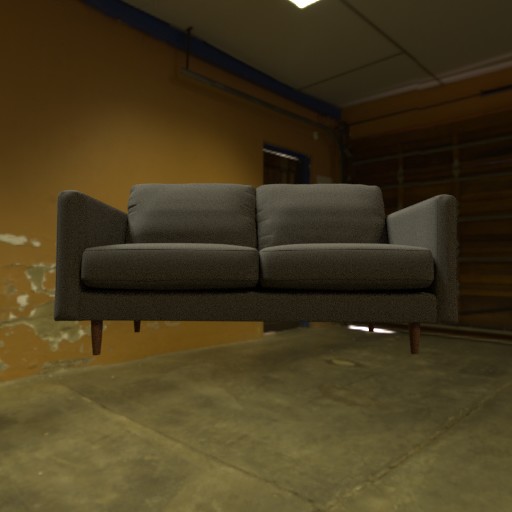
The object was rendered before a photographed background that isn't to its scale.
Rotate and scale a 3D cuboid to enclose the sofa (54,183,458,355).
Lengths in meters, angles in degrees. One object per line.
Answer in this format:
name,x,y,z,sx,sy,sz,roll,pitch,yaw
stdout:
sofa,0.000,0.000,2.274,1.713,0.866,0.940,0,-2,-1
